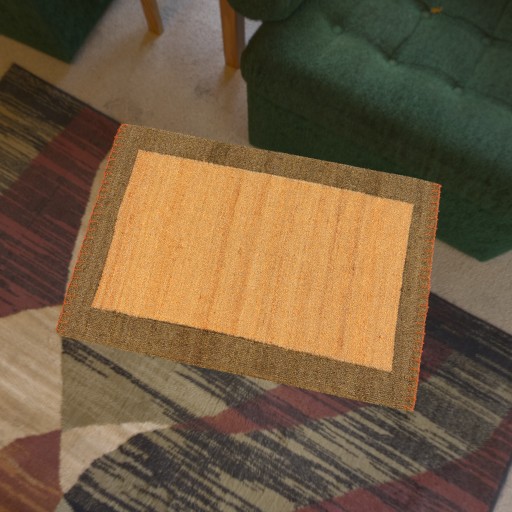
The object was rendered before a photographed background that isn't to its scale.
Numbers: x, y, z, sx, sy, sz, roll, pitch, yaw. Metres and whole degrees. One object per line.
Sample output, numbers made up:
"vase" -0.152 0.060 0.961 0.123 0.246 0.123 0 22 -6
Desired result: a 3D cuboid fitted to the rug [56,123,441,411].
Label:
"rug" 0.000 0.000 2.327 1.838 0.019 1.220 12 76 3
